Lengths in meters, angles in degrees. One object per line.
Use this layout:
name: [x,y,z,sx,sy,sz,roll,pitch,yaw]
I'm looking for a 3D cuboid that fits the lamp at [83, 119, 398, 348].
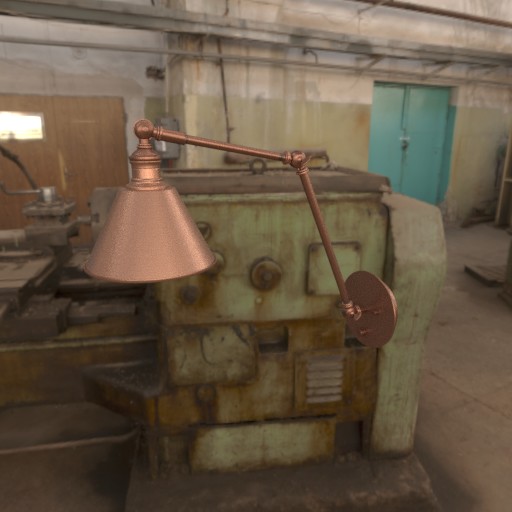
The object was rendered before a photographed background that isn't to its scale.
lamp: [0.000,0.000,0.859,0.624,0.502,0.223,-8,17,-25]
